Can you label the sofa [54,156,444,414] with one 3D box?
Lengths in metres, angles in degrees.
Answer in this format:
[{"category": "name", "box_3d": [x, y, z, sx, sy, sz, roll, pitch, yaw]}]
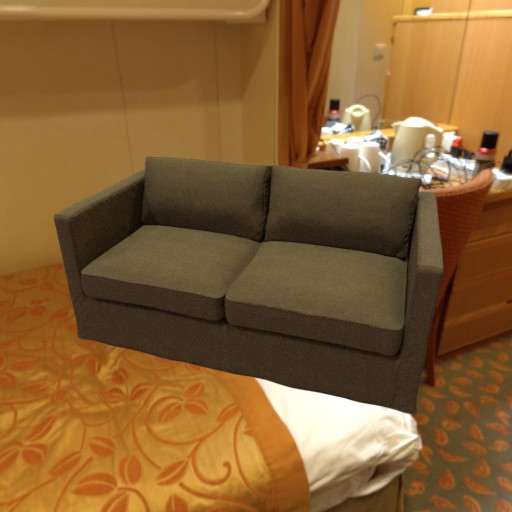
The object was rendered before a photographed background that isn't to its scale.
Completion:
[{"category": "sofa", "box_3d": [0.000, 0.000, 2.400, 1.802, 0.854, 0.974, 8, 28, 16]}]
